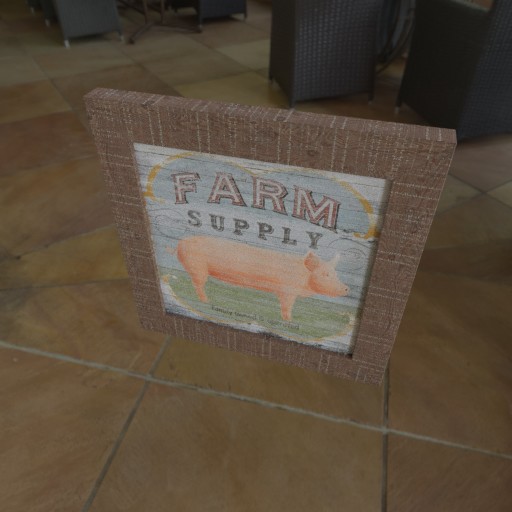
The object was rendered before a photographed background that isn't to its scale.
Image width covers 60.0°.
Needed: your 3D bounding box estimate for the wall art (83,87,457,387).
[{"bbox_3d":[0.000,0.000,0.793,0.531,0.531,0.040,11,42,13],"label":"wall art"}]
